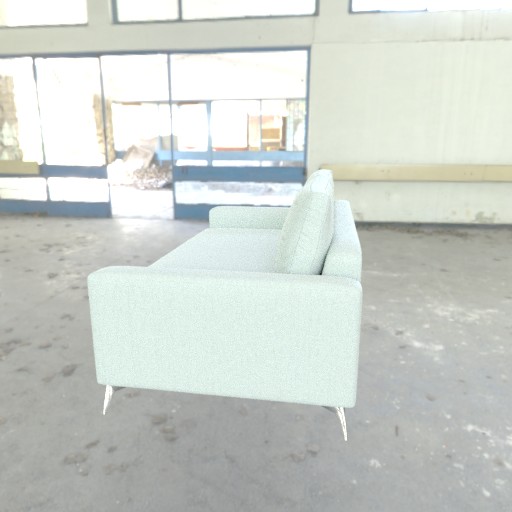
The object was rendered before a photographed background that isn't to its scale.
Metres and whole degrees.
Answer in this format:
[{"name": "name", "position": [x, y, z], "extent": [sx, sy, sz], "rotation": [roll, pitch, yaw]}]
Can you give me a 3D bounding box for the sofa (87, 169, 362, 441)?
[{"name": "sofa", "position": [0.000, 0.000, 2.184], "extent": [0.920, 0.790, 1.650], "rotation": [2, 14, 9]}]
